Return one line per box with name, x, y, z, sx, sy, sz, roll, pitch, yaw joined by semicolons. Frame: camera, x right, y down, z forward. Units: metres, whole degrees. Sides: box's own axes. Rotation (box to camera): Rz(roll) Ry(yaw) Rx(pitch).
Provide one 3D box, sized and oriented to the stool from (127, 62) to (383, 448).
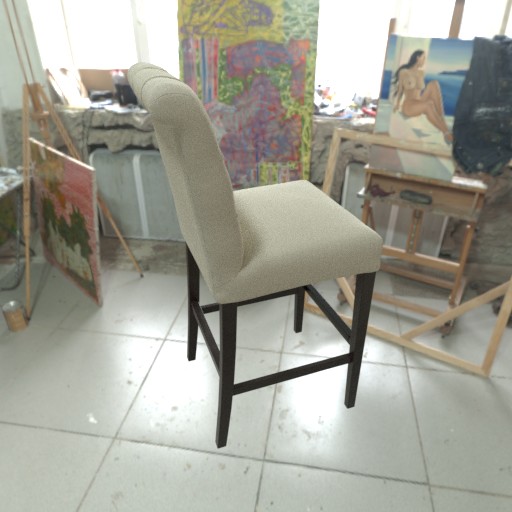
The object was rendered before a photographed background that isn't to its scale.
stool;0.000;0.000;1.402;0.610;1.118;0.482;-11;32;-17
